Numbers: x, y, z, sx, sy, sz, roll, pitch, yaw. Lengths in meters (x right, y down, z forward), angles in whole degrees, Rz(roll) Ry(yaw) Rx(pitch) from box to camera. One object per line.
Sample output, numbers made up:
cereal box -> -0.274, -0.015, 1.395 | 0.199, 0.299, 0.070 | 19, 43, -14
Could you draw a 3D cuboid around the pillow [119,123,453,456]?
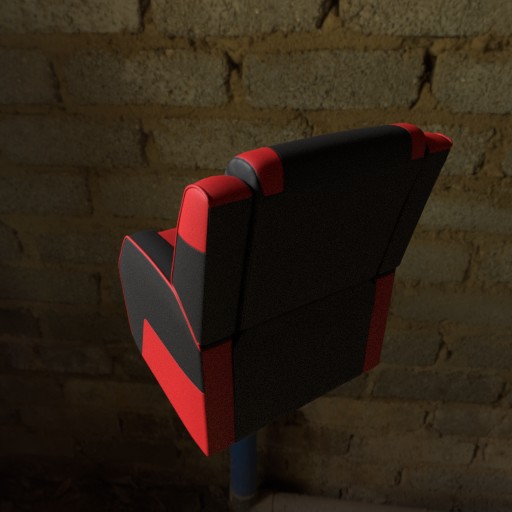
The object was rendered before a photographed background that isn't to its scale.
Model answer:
pillow -> 0.000, 0.000, 1.246 | 0.620, 0.805, 0.672 | -18, 34, -28
